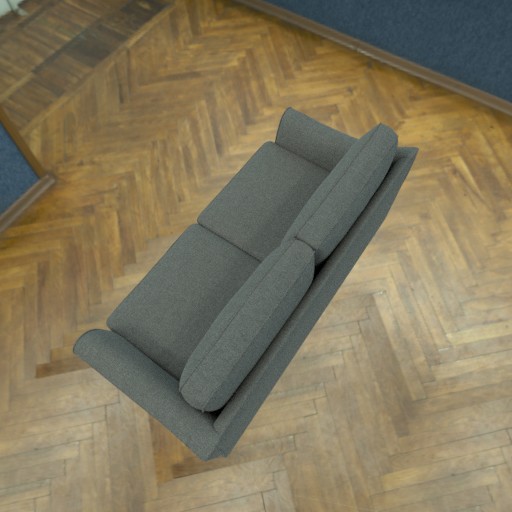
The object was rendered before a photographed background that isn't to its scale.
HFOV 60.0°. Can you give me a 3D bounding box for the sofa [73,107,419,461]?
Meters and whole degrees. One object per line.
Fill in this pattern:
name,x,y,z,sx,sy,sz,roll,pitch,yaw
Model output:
sofa,0.000,0.000,2.768,1.013,0.976,2.203,32,67,15
